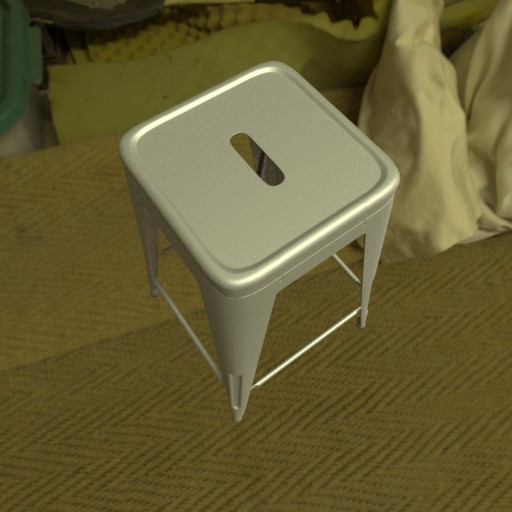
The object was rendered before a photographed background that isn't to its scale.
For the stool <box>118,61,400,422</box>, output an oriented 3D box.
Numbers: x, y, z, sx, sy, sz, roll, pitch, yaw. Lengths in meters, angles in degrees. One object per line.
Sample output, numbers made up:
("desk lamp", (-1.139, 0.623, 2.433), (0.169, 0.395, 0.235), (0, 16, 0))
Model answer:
("stool", (0.000, 0.000, 0.884), (0.406, 0.610, 0.406), (-33, 68, -15))
